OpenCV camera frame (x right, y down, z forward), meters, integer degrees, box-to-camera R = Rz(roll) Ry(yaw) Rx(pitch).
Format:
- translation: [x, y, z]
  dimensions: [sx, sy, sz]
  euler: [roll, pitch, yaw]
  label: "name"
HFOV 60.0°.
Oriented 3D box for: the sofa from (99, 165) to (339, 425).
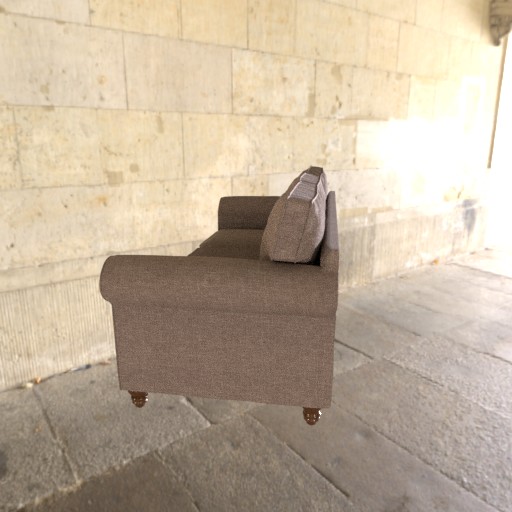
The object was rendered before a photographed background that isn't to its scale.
- translation: [0.000, 0.000, 2.623]
  dimensions: [0.916, 0.961, 2.084]
  euler: [2, 15, 9]
  label: "sofa"
